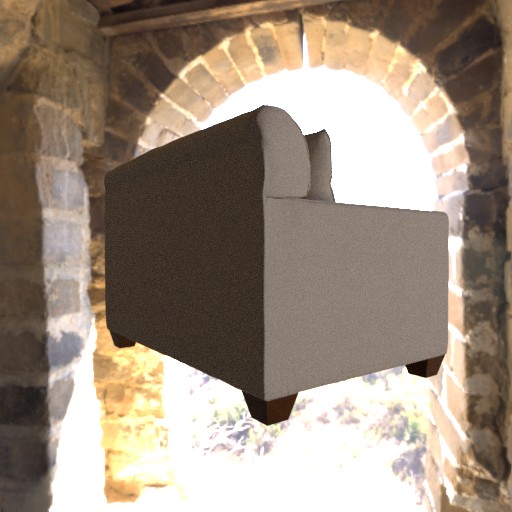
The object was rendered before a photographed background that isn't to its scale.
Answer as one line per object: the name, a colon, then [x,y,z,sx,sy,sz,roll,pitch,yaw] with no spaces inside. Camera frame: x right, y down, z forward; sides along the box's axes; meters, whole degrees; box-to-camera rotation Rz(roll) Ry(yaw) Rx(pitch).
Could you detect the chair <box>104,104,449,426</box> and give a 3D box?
chair: [0.000,0.000,2.054,1.000,0.948,1.383,-1,1,-36]
